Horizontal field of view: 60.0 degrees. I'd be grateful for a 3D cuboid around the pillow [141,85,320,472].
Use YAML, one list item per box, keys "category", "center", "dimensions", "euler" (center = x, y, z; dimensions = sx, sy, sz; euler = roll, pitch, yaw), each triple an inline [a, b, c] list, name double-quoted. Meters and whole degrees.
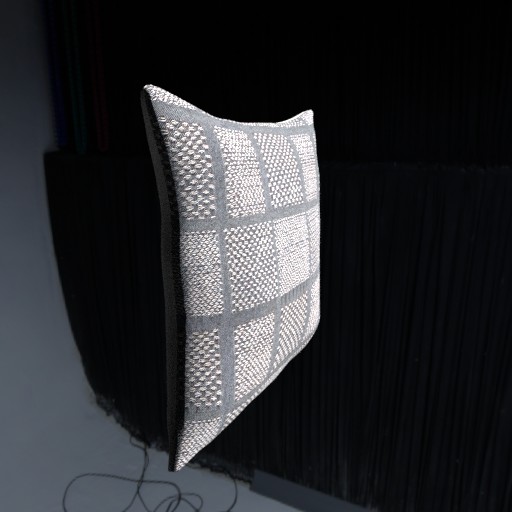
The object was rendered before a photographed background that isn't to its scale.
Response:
- category: "pillow"
  center: [0.000, 0.000, 0.651]
  dimensions: [0.138, 0.432, 0.435]
  euler: [8, 17, 27]
